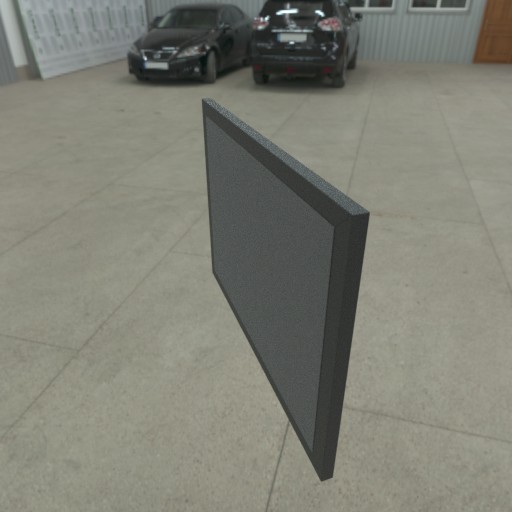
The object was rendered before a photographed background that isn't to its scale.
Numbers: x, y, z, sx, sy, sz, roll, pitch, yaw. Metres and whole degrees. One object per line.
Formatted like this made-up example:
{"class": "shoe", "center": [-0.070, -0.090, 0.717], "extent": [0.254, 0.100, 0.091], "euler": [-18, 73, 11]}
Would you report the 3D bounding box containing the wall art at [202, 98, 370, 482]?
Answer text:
{"class": "wall art", "center": [0.000, 0.000, 0.562], "extent": [0.016, 0.306, 0.432], "euler": [-10, 32, -17]}
